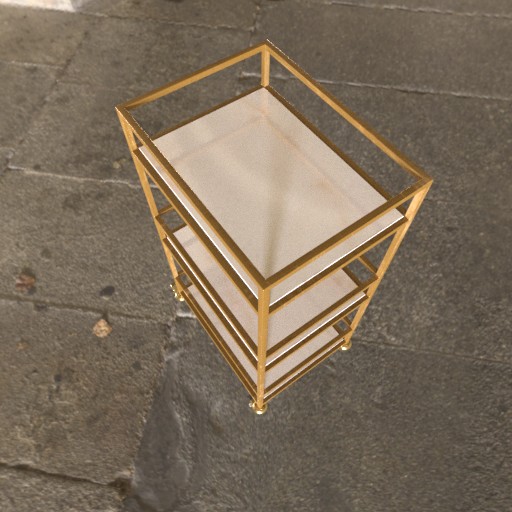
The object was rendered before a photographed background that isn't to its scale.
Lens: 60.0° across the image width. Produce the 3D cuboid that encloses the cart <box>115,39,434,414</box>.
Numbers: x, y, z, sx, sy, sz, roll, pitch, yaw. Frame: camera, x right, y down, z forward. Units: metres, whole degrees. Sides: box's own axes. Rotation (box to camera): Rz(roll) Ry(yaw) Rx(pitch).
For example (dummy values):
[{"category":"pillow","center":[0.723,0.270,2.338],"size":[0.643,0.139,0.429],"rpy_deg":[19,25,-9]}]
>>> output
[{"category":"cart","center":[0.000,0.000,1.014],"size":[0.332,0.761,0.483],"rpy_deg":[-32,64,-17]}]
